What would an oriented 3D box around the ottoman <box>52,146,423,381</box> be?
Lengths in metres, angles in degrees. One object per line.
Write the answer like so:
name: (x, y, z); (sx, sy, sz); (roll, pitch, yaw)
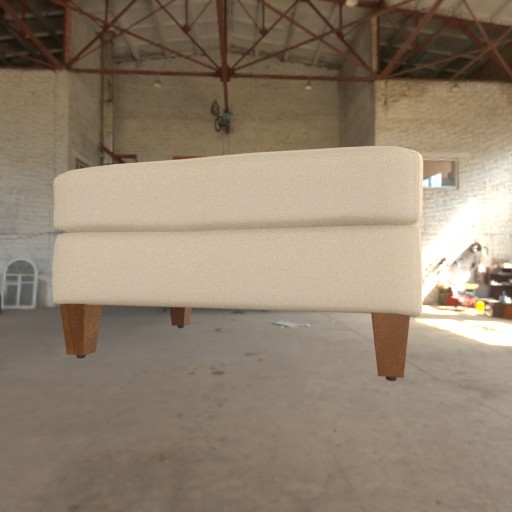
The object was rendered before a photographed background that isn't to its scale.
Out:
ottoman: (0.000, 0.000, 1.195); (0.818, 0.485, 0.634); (0, -1, 17)
